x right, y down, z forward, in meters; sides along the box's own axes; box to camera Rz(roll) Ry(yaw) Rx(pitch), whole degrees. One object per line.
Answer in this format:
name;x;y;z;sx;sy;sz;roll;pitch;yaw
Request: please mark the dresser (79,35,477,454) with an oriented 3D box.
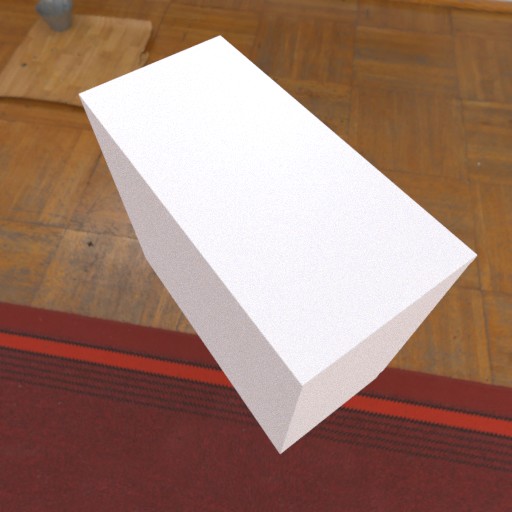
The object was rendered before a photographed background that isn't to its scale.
dresser;0.000;0.000;1.232;0.420;0.740;0.830;-31;64;-18
